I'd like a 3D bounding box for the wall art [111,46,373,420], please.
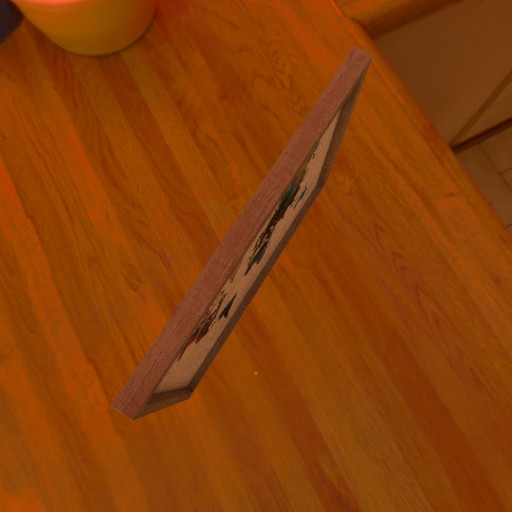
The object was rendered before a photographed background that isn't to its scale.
[{"bbox_3d":[0.000,0.000,1.790,0.070,1.009,1.320,31,77,8],"label":"wall art"}]
